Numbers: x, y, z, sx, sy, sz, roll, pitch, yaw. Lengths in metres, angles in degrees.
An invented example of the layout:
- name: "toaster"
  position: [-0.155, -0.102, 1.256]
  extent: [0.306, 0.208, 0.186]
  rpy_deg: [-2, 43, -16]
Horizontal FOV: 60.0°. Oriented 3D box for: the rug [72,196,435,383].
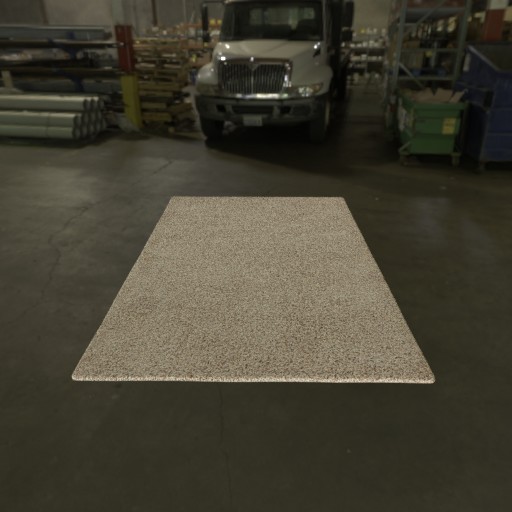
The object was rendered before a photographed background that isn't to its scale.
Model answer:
- name: "rug"
  position: [0.000, 0.000, 3.382]
  extent: [1.778, 0.030, 2.743]
  rpy_deg: [0, 26, 1]
